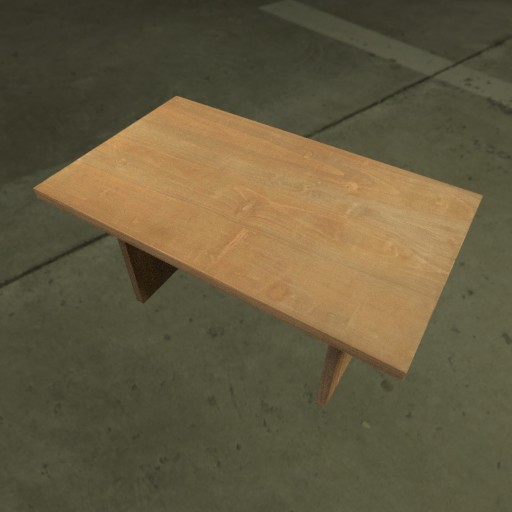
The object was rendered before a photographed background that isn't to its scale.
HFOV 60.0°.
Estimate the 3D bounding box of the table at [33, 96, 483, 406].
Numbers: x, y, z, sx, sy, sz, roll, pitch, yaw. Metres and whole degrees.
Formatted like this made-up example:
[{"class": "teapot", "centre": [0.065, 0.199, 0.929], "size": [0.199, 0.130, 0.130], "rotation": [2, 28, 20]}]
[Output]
[{"class": "table", "centre": [0.000, 0.000, 2.122], "size": [1.609, 0.780, 0.946], "rotation": [24, 51, 21]}]
